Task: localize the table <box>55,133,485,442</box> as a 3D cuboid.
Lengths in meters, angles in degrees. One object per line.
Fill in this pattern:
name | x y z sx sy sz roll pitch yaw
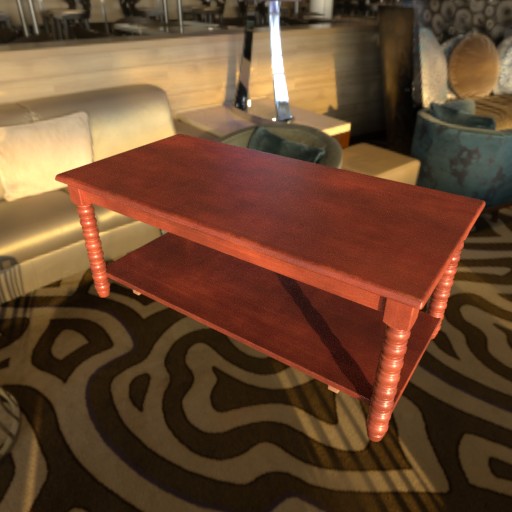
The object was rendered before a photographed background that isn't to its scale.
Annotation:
table | 0.000 0.000 1.448 1.171 0.485 0.580 20 37 29
